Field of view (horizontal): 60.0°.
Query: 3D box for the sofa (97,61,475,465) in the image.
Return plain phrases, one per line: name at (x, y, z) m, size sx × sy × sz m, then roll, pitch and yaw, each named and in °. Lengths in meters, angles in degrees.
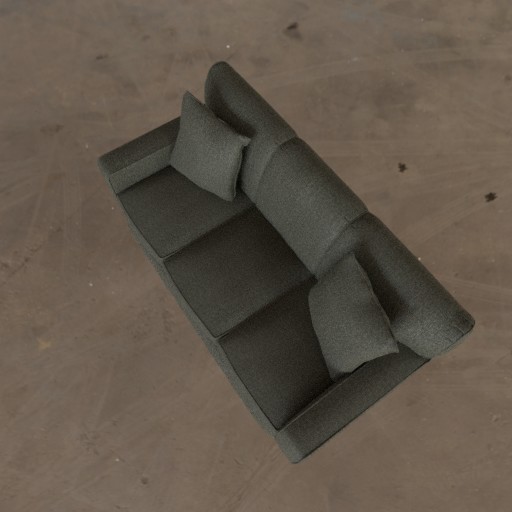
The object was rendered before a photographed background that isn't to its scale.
sofa at (0.000, 0.000, 2.528) m, size 0.997 × 0.958 × 2.024 m, roll -32°, pitch 68°, yaw -15°
